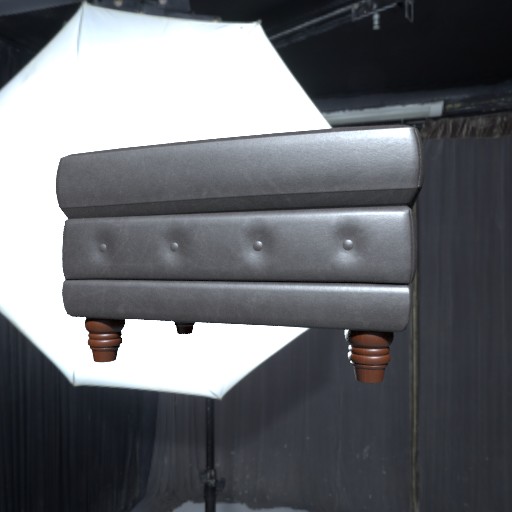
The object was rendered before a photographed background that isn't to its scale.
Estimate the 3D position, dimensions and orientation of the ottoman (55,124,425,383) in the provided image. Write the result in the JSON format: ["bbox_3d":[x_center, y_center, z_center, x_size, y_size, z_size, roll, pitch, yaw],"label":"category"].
[{"bbox_3d":[0.000,0.000,1.162,0.795,0.498,0.590,0,-1,17],"label":"ottoman"}]
